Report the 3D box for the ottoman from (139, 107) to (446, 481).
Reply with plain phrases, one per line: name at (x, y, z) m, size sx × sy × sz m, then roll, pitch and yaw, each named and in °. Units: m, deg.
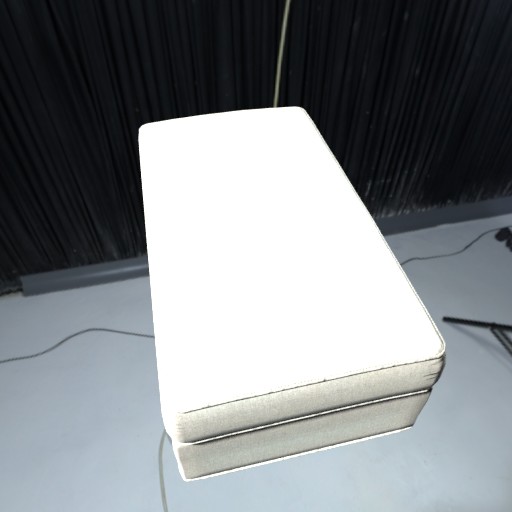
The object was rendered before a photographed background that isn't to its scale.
ottoman at (0.000, 0.000, 1.364) m, size 0.617 × 0.448 × 1.097 m, roll -9°, pitch 47°, yaw -9°
